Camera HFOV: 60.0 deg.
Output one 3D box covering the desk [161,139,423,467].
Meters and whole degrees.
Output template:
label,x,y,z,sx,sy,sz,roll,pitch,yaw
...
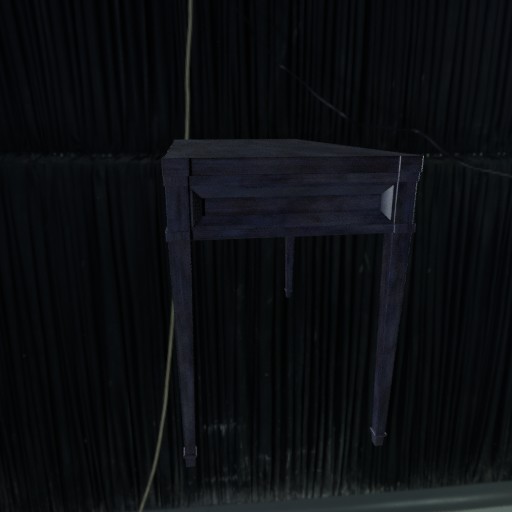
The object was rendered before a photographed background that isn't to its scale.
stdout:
label,x,y,z,sx,sy,sz,roll,pitch,yaw
desk,0.000,0.000,1.769,0.630,0.861,1.289,-3,17,-9
